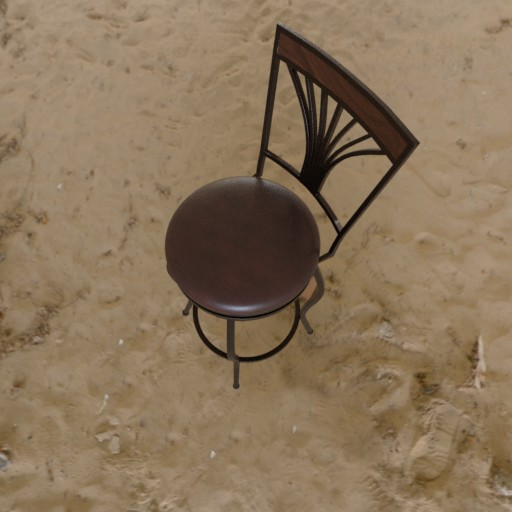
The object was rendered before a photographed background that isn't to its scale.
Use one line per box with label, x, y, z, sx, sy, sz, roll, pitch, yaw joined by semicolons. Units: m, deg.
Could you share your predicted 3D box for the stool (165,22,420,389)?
stool;0.000;0.000;1.354;0.514;1.117;0.433;-33;68;-15
